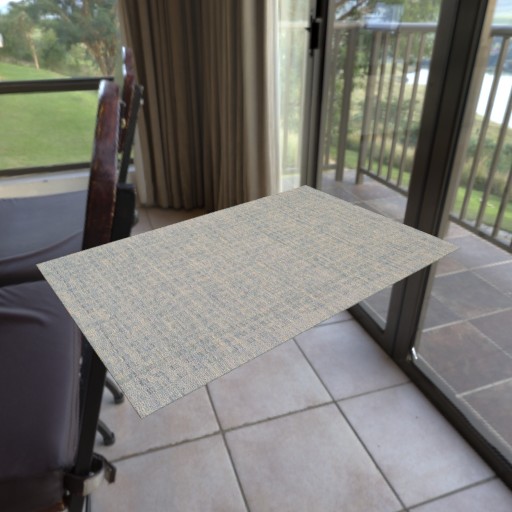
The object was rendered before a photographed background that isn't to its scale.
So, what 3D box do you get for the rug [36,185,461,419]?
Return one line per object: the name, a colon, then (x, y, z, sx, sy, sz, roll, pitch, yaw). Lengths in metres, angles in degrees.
rug: (0.000, 0.000, 2.178, 1.752, 0.006, 1.142, -21, 35, -32)
